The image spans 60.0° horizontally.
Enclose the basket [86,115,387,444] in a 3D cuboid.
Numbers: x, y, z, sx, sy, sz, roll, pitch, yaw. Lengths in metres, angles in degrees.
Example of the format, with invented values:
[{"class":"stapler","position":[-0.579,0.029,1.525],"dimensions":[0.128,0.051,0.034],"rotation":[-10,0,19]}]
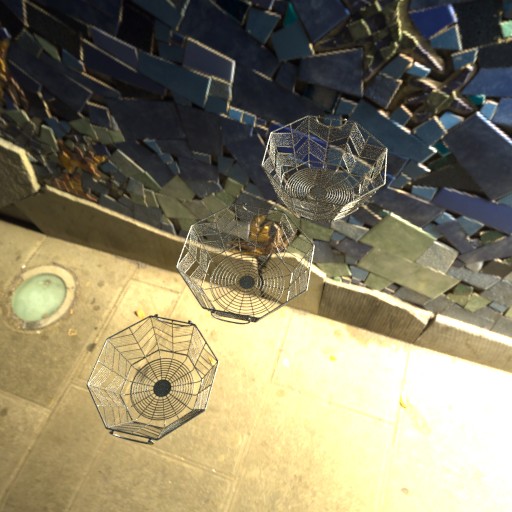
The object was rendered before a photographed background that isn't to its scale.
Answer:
[{"class":"basket","position":[0.000,0.000,1.352],"dimensions":[0.432,0.178,1.246],"rotation":[29,61,18]}]
